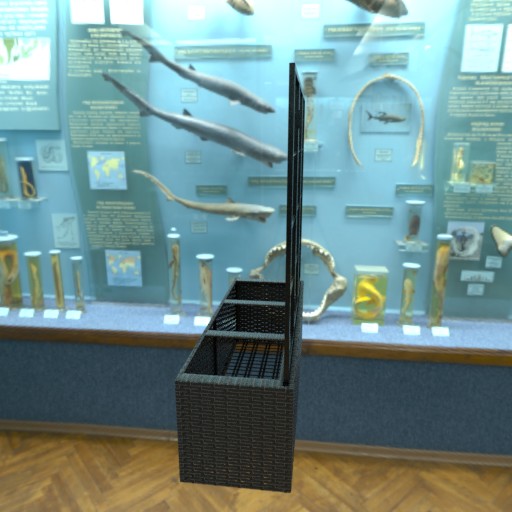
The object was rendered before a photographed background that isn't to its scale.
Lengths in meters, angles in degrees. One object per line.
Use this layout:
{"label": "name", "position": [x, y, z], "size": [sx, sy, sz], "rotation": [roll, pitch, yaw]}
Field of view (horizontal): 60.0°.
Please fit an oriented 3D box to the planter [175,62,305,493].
{"label": "planter", "position": [0.000, 0.000, 1.170], "size": [0.244, 0.841, 0.699], "rotation": [2, 15, 7]}
